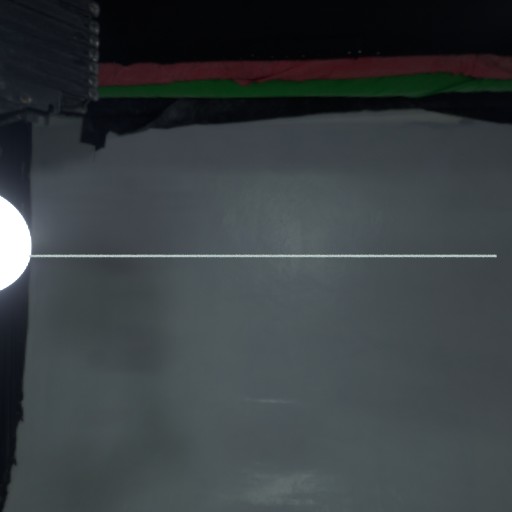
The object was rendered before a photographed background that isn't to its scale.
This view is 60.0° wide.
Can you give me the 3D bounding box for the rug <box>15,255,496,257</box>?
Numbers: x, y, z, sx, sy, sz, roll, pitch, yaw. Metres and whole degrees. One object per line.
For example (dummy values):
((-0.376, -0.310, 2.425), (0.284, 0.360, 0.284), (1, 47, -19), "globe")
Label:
((0.000, 0.000, 2.179), (1.753, 0.008, 1.143), (0, 0, 1), "rug")
